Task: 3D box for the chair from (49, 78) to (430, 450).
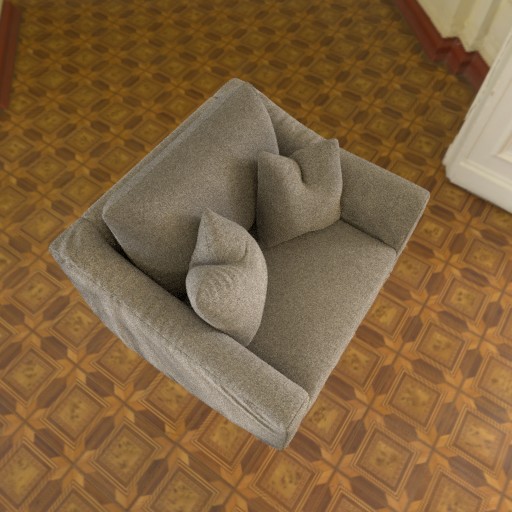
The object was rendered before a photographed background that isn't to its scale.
[{"bbox_3d":[0.000,0.000,2.004,1.071,1.059,1.194,30,63,17],"label":"chair"}]
